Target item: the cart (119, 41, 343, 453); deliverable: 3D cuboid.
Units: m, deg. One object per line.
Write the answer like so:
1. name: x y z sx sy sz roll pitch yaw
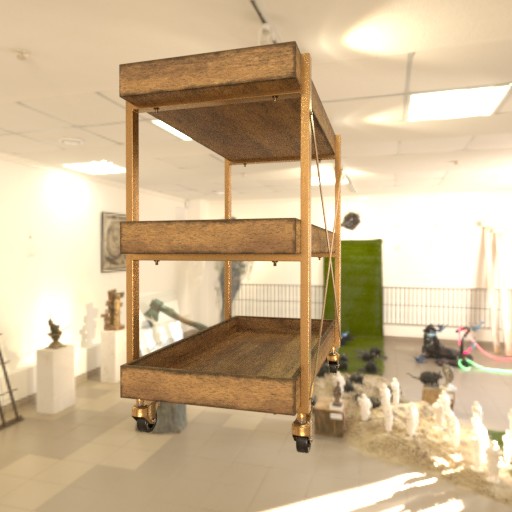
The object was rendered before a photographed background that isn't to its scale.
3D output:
1. cart: 0.000 0.000 1.228 0.416 0.799 0.750 0 1 16
